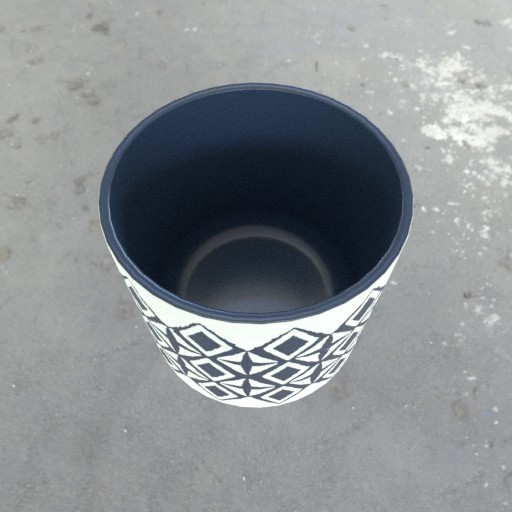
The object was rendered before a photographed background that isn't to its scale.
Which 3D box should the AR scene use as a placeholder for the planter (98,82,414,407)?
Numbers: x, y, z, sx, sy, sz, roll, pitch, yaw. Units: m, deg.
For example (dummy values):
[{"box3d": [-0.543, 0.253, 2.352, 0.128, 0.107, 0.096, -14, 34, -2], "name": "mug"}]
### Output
[{"box3d": [0.000, 0.000, 0.402, 0.224, 0.203, 0.224, 0, 58, 0], "name": "planter"}]
